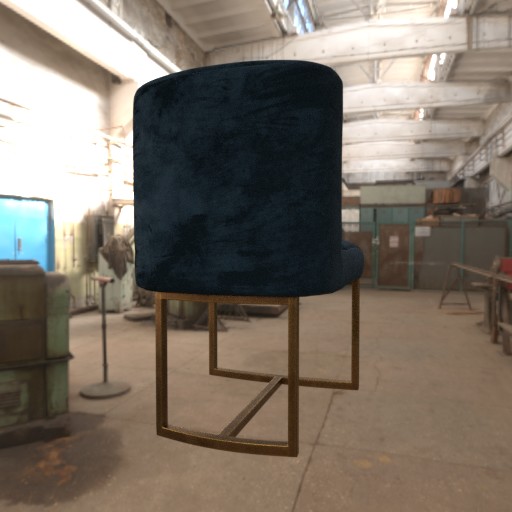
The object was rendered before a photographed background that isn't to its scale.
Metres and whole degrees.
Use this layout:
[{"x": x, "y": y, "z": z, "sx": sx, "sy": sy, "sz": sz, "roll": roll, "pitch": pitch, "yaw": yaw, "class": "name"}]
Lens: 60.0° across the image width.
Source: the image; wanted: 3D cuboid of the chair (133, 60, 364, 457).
[{"x": 0.000, "y": 0.000, "z": 1.187, "sx": 0.530, "sy": 0.824, "sz": 0.560, "roll": 1, "pitch": 2, "yaw": 19, "class": "chair"}]
